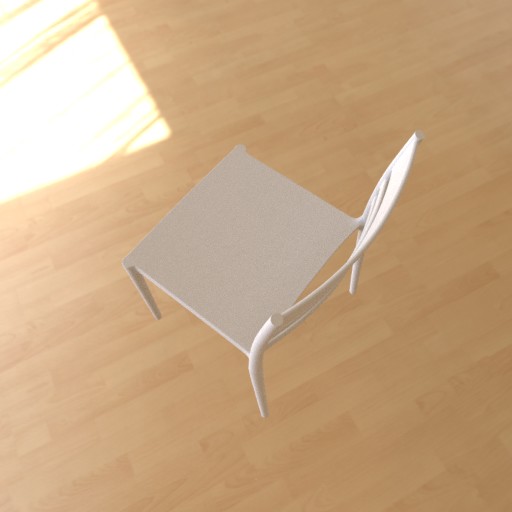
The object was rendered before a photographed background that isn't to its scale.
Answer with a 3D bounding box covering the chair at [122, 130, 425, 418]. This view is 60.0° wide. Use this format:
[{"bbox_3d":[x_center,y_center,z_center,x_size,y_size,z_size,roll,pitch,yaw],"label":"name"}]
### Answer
[{"bbox_3d":[0.000,0.000,1.153,0.511,0.800,0.531,34,68,16],"label":"chair"}]
